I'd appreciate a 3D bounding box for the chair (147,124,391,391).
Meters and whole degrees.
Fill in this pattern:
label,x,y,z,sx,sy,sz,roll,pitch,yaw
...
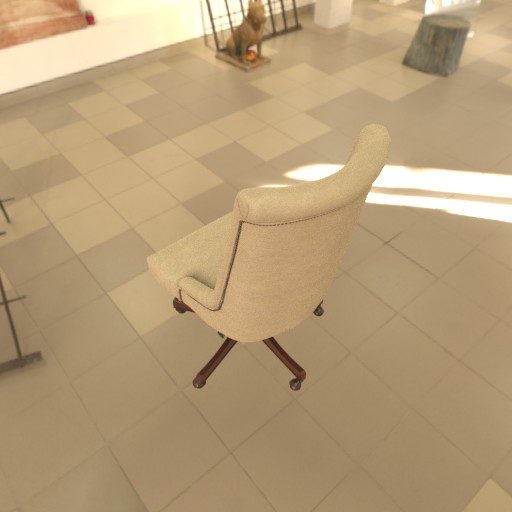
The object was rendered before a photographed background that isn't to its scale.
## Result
label,x,y,z,sx,sy,sz,roll,pitch,yaw
chair,0.000,0.000,1.485,0.645,1.010,0.696,-31,54,-27
